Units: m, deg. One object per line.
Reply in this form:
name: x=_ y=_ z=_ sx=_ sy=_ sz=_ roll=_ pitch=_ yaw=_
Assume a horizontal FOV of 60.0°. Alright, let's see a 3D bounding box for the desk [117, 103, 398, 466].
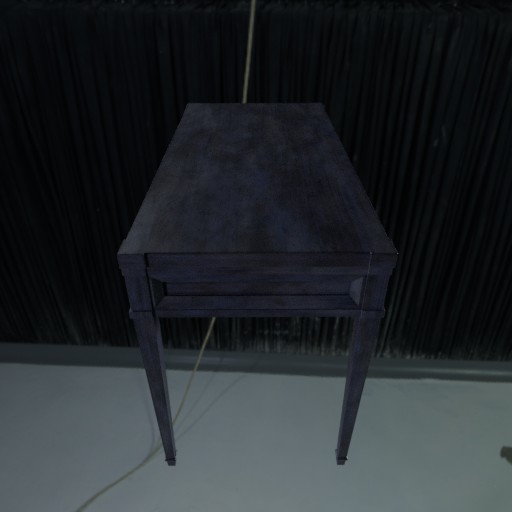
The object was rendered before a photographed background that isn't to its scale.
desk: x=0.000 y=0.000 z=1.765 sx=0.630 sy=0.861 sz=1.289 roll=0 pitch=33 yaw=0
